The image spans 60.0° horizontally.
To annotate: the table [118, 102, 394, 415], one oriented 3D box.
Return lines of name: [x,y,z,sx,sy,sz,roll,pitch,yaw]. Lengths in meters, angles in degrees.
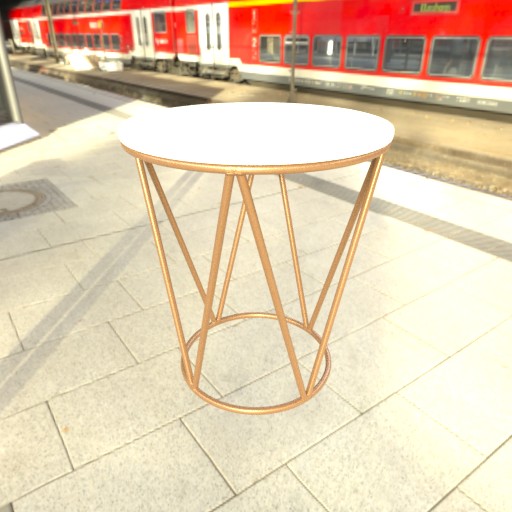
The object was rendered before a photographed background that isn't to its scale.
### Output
table: [0.000,0.000,0.958,0.500,0.564,0.500,0,27,0]
